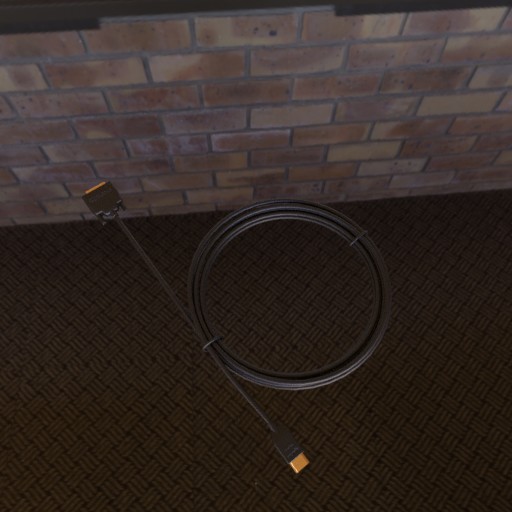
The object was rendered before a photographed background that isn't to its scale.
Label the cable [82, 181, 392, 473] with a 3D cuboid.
[{"bbox_3d":[0.000,0.000,0.533,0.257,0.030,0.422,-34,68,-16],"label":"cable"}]
